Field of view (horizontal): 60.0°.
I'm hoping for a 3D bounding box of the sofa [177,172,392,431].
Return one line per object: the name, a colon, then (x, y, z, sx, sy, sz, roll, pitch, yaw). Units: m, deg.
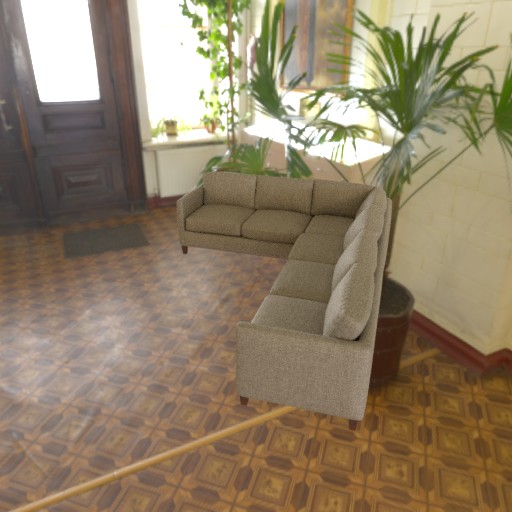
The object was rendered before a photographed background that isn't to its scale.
sofa: (0.000, 0.000, 4.605, 2.593, 0.947, 3.302, 8, 26, 16)
